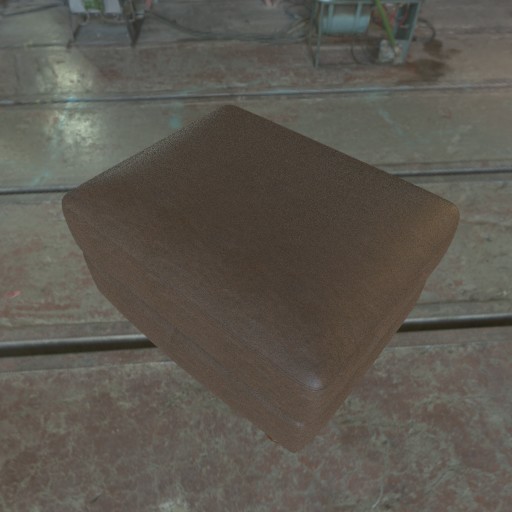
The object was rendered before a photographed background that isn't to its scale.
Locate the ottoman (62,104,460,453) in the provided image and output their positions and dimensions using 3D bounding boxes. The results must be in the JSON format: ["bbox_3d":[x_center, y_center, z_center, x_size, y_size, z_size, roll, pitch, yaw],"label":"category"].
[{"bbox_3d":[0.000,0.000,1.174,0.787,0.508,0.635,32,55,26],"label":"ottoman"}]
